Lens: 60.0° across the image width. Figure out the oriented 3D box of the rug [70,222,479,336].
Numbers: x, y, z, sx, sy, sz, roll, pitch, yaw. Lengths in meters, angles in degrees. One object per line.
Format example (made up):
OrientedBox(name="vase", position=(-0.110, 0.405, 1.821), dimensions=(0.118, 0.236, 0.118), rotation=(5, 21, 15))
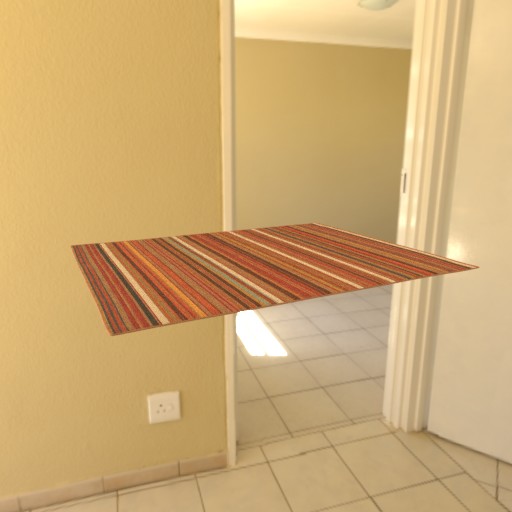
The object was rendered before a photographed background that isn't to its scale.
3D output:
OrientedBox(name="rug", position=(0.000, 0.000, 4.205), dimensions=(3.092, 0.023, 2.479), rotation=(-7, 16, -26))
